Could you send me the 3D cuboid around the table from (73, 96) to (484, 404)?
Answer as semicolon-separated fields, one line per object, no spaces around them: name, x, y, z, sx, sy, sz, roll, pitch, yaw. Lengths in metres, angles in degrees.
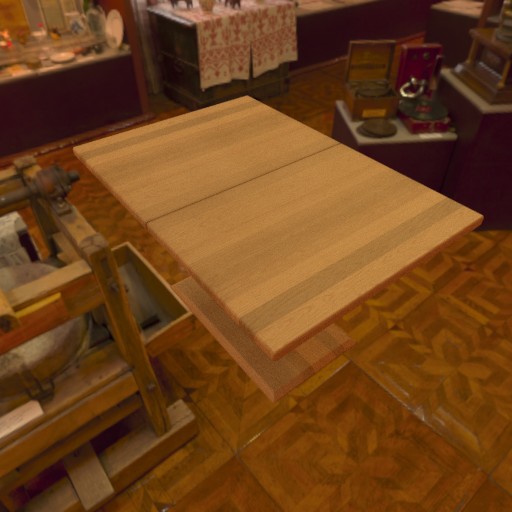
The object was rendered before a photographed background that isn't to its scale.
table;0.000;0.000;1.887;0.900;0.770;1.300;-27;48;-27
